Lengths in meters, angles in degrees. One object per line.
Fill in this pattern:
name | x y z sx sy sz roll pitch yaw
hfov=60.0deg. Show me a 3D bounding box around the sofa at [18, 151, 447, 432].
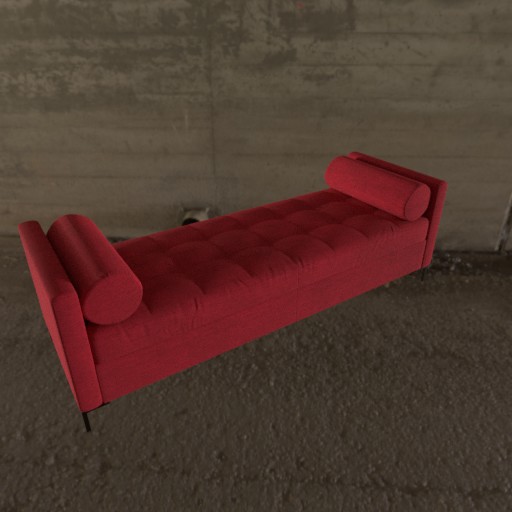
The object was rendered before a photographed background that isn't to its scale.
sofa | 0.000 0.000 2.245 1.981 0.635 0.686 -18 34 -29
